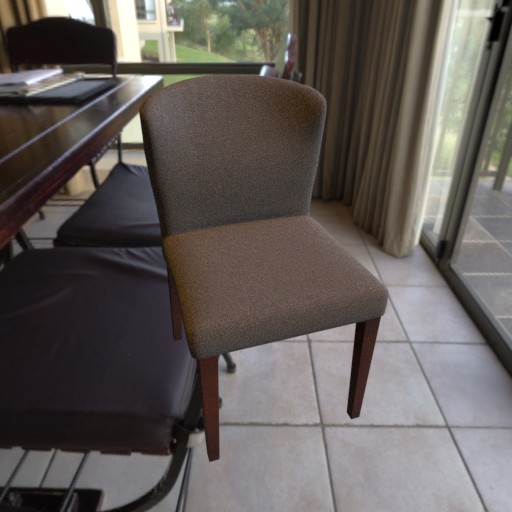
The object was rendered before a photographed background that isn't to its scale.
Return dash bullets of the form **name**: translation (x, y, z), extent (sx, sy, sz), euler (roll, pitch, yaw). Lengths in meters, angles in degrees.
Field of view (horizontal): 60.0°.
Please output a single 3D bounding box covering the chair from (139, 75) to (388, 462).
- **chair**: translation (0.000, 0.000, 1.193), extent (0.491, 0.839, 0.589), euler (-10, 32, -16)
